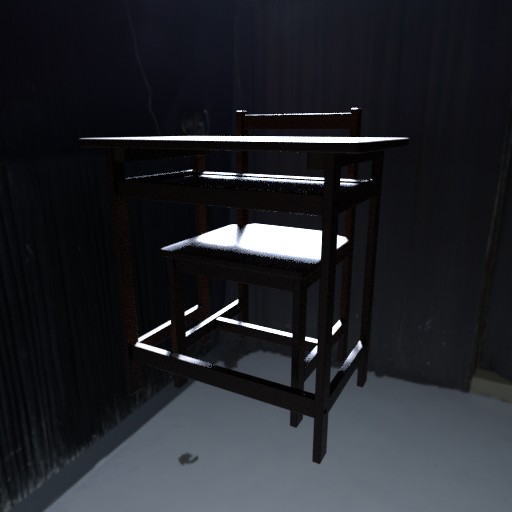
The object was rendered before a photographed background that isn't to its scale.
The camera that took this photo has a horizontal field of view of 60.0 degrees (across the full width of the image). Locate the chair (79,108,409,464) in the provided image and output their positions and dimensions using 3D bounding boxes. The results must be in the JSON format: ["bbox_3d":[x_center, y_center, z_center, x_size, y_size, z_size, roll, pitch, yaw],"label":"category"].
[{"bbox_3d":[0.000,0.000,1.050,0.599,0.673,0.463,8,18,27],"label":"chair"}]
